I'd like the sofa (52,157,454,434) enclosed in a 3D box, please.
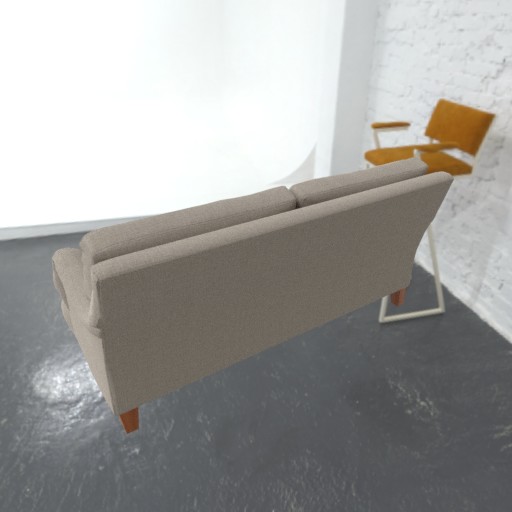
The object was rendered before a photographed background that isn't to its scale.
[{"bbox_3d":[0.000,0.000,2.674,2.160,1.054,1.087,-17,32,-30],"label":"sofa"}]
